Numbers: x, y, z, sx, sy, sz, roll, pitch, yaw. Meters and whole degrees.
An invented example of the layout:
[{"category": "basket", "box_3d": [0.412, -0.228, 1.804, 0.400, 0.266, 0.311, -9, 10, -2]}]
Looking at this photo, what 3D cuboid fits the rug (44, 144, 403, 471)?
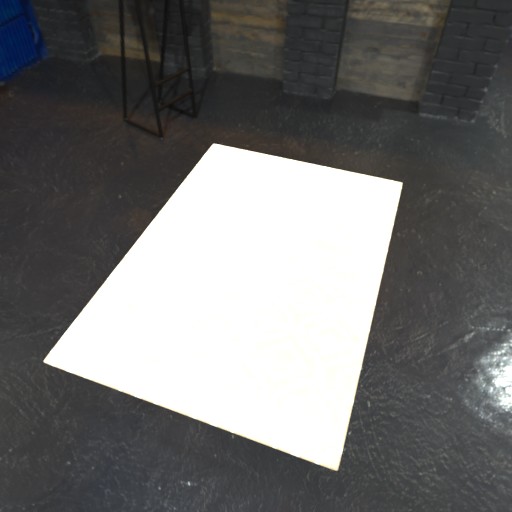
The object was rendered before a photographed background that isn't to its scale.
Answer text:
[{"category": "rug", "box_3d": [0.000, 0.000, 2.755, 1.524, 0.010, 2.134, 15, 48, 14]}]
